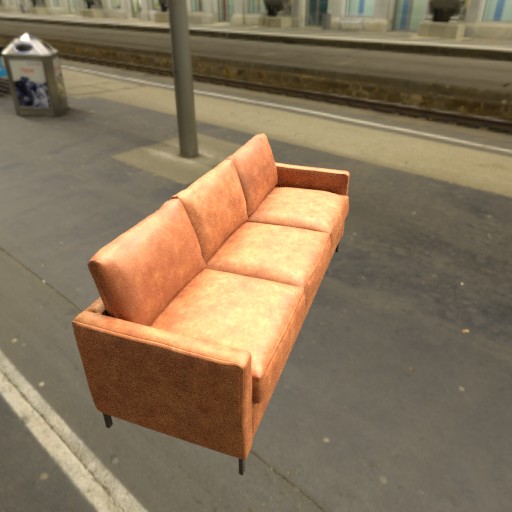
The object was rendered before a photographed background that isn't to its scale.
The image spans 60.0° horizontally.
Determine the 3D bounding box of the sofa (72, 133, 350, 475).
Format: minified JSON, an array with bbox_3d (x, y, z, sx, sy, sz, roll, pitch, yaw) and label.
[{"bbox_3d":[0.000,0.000,2.439,0.748,0.863,2.029,11,32,17],"label":"sofa"}]
